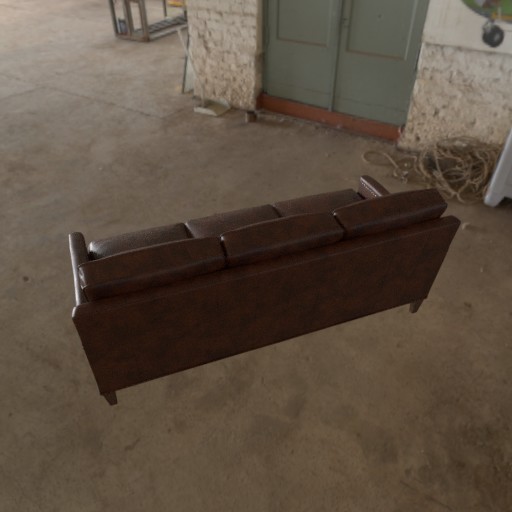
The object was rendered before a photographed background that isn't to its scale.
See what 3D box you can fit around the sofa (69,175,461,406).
[{"bbox_3d":[0.000,0.000,2.879,2.240,1.003,1.084,-13,41,-16],"label":"sofa"}]
